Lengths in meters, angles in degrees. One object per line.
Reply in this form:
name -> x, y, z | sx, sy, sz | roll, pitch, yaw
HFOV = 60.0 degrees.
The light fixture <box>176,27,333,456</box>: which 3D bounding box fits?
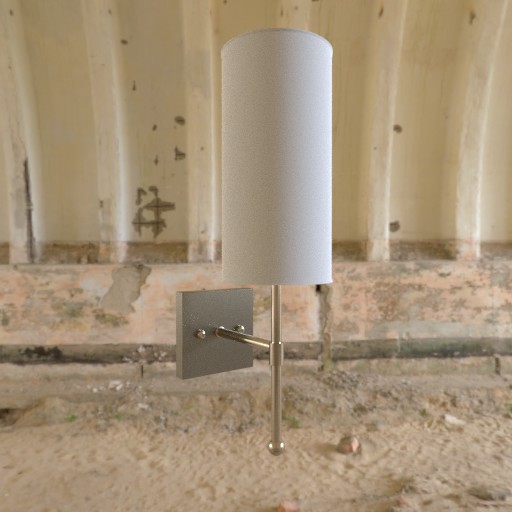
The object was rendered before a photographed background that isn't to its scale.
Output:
light fixture -> 0.000, 0.000, 0.545 | 0.128, 0.462, 0.208 | 0, 1, -36
